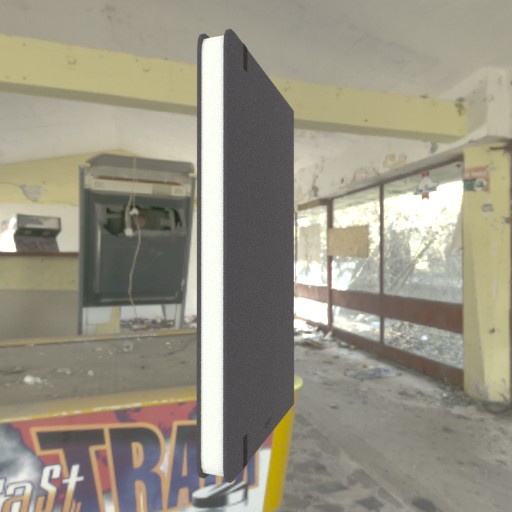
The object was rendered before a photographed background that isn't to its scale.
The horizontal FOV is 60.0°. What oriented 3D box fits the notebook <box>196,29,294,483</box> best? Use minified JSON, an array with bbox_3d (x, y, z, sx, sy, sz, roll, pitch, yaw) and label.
[{"bbox_3d":[0.000,0.000,0.263,0.016,0.213,0.127,0,-1,19],"label":"notebook"}]
